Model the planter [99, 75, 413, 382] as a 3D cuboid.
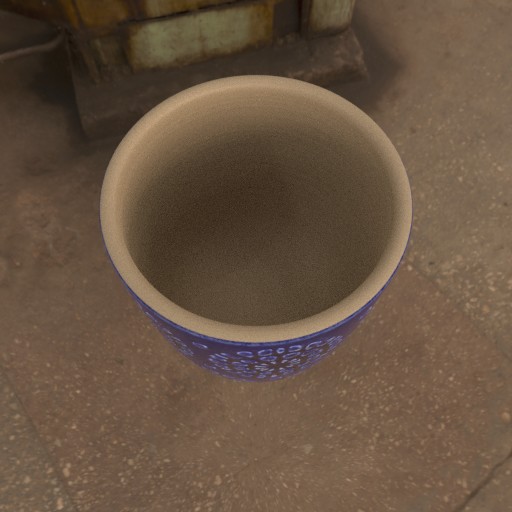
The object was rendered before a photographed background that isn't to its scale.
[{"bbox_3d":[0.000,0.000,0.203,0.109,0.112,0.109,0,65,0],"label":"planter"}]
